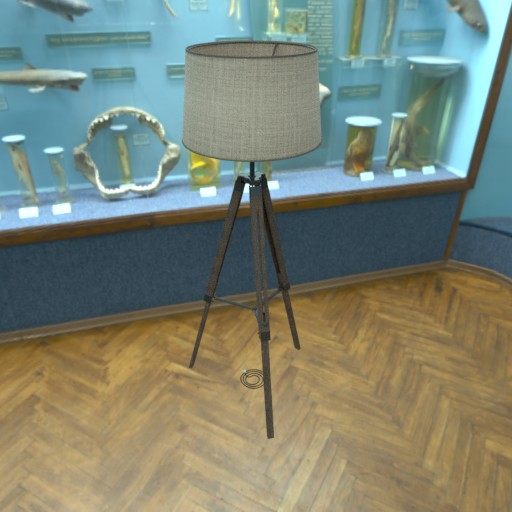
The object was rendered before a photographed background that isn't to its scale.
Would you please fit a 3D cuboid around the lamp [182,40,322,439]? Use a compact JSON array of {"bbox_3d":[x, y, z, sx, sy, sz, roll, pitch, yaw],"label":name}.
[{"bbox_3d":[0.000,0.000,1.775,0.604,1.510,0.587,-8,32,-12],"label":"lamp"}]
